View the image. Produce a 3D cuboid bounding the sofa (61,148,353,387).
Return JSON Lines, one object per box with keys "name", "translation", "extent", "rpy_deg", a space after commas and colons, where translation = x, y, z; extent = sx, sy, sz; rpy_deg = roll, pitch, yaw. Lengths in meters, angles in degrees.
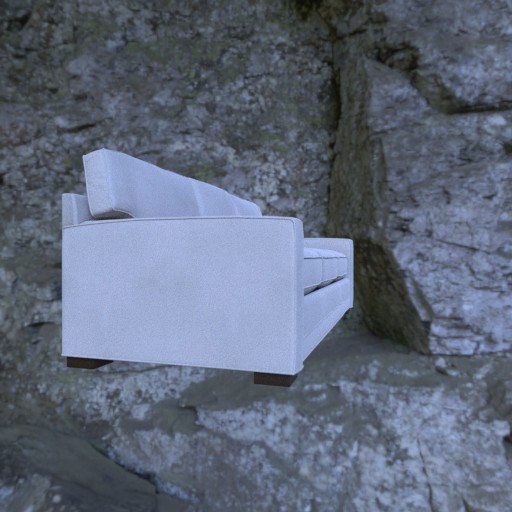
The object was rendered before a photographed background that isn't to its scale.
{"name": "sofa", "translation": [0.000, 0.000, 2.564], "extent": [0.935, 0.862, 2.088], "rpy_deg": [0, 0, 17]}
